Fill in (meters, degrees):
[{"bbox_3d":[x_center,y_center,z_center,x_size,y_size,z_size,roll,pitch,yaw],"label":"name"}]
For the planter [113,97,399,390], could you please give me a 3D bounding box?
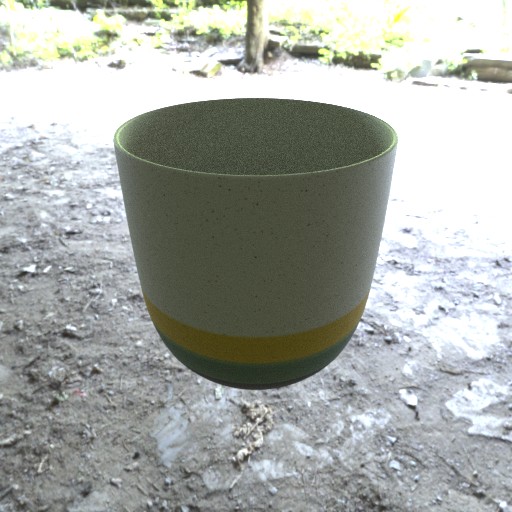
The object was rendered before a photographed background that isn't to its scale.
[{"bbox_3d":[0.000,0.000,0.368,0.195,0.214,0.195,0,31,0],"label":"planter"}]
